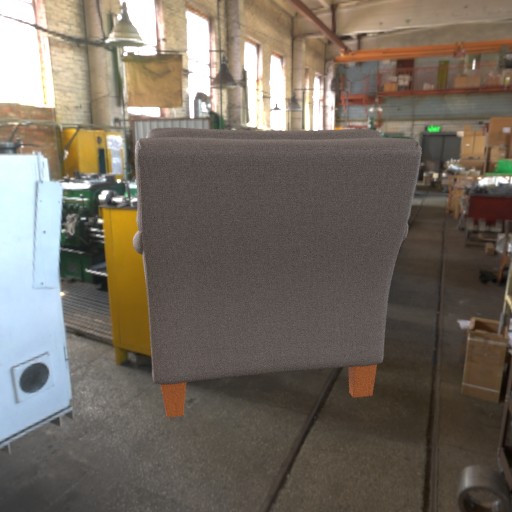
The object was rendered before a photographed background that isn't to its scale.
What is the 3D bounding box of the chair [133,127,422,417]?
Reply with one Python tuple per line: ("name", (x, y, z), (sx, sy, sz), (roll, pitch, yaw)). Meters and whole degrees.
("chair", (0.000, 0.000, 1.908), (0.955, 1.038, 1.070), (-3, 14, -10))
